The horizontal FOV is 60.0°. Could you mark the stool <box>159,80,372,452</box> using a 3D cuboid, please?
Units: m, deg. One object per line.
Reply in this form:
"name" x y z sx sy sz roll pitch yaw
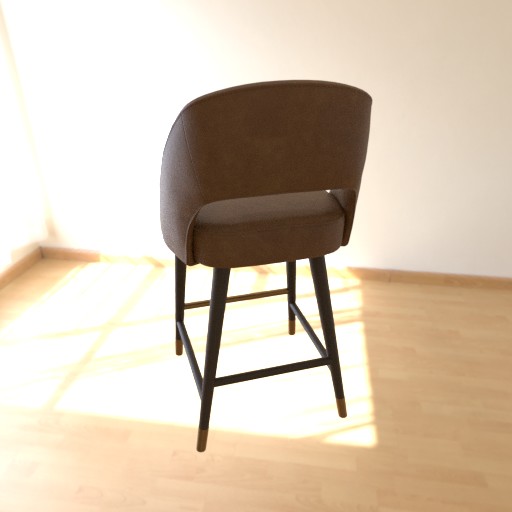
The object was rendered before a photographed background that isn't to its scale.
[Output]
"stool" 0.000 0.000 1.227 0.494 0.940 0.509 -7 27 -15
